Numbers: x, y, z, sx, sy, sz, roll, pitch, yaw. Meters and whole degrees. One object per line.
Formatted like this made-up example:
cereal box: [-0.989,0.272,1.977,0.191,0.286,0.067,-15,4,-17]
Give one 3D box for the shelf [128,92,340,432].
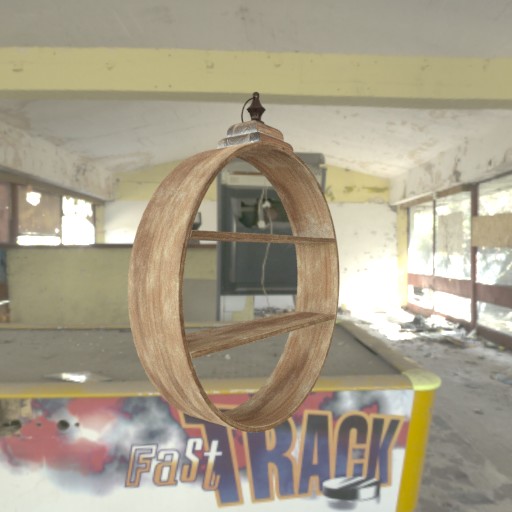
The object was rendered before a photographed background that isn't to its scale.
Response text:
shelf: [0.000,0.000,0.984,0.125,0.725,0.601,0,1,35]
